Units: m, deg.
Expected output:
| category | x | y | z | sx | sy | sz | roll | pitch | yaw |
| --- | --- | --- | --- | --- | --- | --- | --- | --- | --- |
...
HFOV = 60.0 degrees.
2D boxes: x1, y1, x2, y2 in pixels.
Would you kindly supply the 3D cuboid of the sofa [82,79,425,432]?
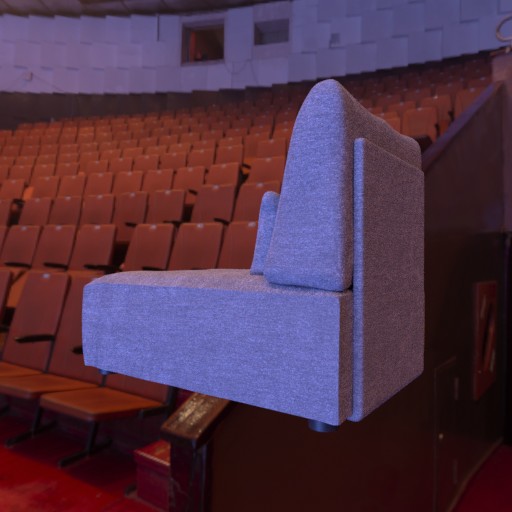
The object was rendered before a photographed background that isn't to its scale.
| category | x | y | z | sx | sy | sz | roll | pitch | yaw |
| --- | --- | --- | --- | --- | --- | --- | --- | --- | --- |
| sofa | 0.000 | 0.000 | 1.545 | 1.000 | 0.820 | 0.700 | 0 | 0 | 36 |
